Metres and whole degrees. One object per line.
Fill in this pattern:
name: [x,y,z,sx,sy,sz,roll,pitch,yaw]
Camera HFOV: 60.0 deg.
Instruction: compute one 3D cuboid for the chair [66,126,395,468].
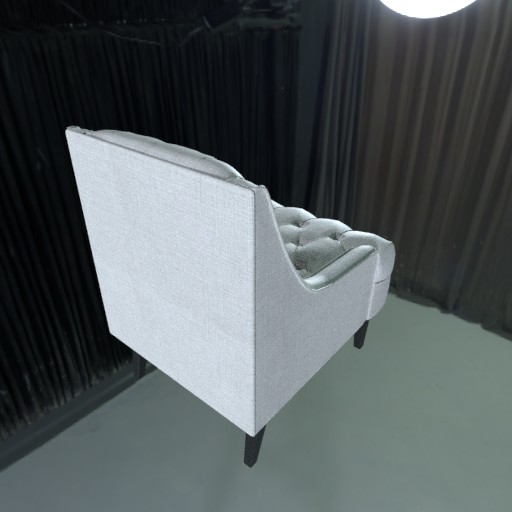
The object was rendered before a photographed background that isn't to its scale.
chair: [0.000,0.000,1.423,0.658,0.891,0.772,24,38,33]
